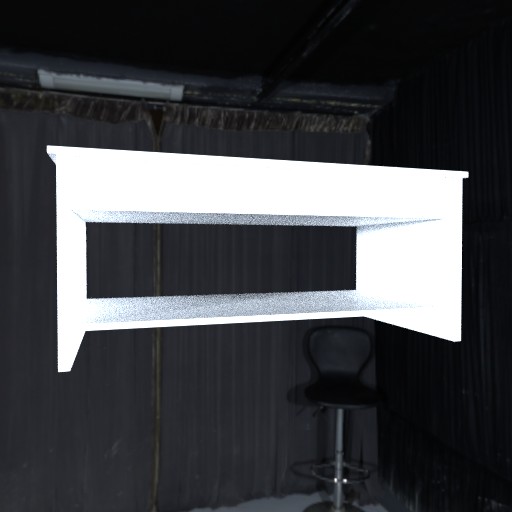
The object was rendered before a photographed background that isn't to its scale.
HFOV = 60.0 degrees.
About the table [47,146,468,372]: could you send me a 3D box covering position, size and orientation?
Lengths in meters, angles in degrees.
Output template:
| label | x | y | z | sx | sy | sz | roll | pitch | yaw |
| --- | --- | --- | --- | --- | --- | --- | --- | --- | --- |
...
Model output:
| label | x | y | z | sx | sy | sz | roll | pitch | yaw |
| --- | --- | --- | --- | --- | --- | --- | --- | --- | --- |
| table | 0.000 | 0.000 | 1.246 | 1.000 | 0.441 | 0.500 | 0 | 1 | -17 |
